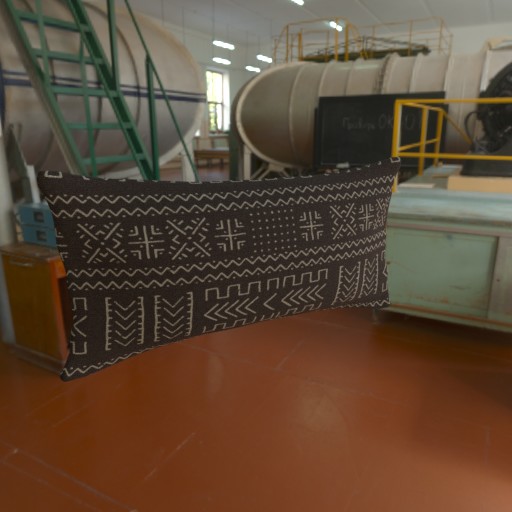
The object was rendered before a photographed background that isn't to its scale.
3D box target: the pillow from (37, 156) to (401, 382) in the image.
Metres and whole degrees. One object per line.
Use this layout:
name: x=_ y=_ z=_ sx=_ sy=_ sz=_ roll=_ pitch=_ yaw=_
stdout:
pillow: x=0.000 y=0.000 z=0.776 sx=0.667 sy=0.322 sz=0.135 roll=-8 pitch=18 yaw=-26
